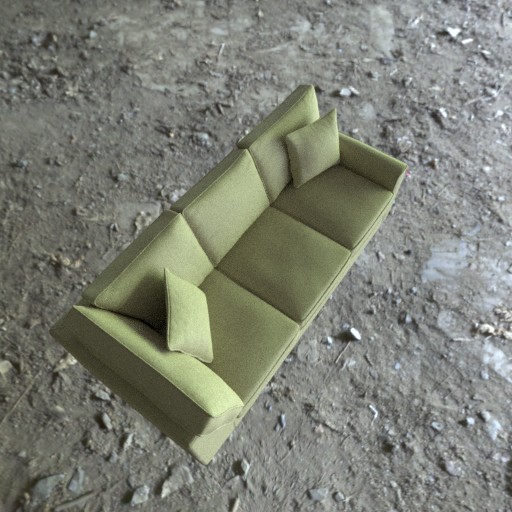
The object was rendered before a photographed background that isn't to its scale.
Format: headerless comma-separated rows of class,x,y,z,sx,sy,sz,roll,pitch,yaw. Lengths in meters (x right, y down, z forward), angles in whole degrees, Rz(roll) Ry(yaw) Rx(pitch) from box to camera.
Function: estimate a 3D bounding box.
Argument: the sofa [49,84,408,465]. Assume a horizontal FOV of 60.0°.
sofa,0.000,0.000,2.892,1.053,0.948,2.323,32,63,18
